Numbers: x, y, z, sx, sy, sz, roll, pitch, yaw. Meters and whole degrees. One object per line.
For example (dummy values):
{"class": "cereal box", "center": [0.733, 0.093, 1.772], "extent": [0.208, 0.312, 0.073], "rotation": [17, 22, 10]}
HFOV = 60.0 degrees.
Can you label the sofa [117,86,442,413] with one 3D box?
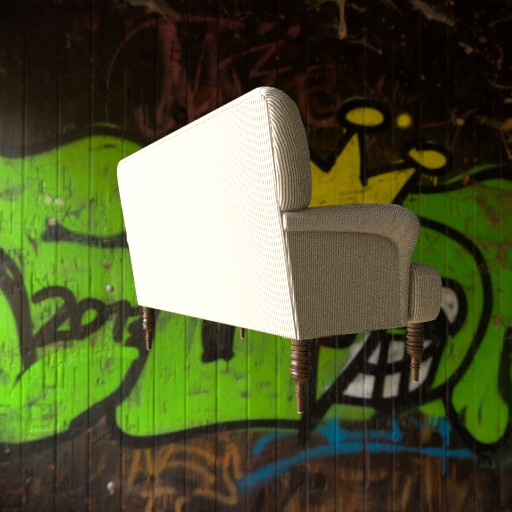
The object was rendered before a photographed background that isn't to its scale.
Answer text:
{"class": "sofa", "center": [0.000, 0.000, 1.824], "extent": [0.779, 0.889, 1.297], "rotation": [0, -1, -36]}
